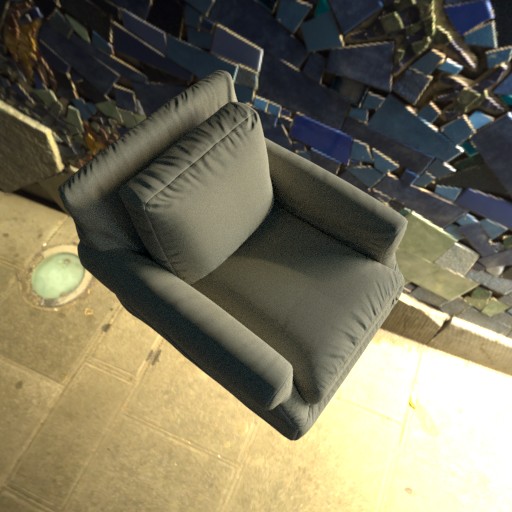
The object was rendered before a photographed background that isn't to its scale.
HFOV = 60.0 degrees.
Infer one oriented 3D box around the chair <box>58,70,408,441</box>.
[{"bbox_3d":[0.000,0.000,1.760,1.066,0.866,0.940,33,63,20],"label":"chair"}]
